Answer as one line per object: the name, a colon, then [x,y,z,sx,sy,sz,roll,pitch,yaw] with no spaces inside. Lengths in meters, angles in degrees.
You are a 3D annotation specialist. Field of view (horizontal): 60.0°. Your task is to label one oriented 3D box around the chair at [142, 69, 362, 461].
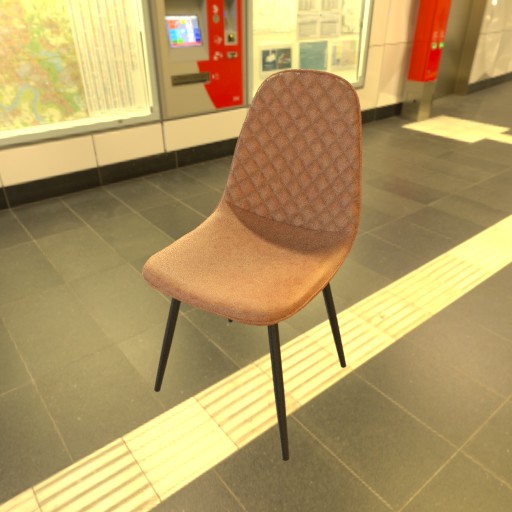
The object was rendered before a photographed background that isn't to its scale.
chair: [0.000,0.000,1.213,0.472,0.889,0.561,17,34,27]
